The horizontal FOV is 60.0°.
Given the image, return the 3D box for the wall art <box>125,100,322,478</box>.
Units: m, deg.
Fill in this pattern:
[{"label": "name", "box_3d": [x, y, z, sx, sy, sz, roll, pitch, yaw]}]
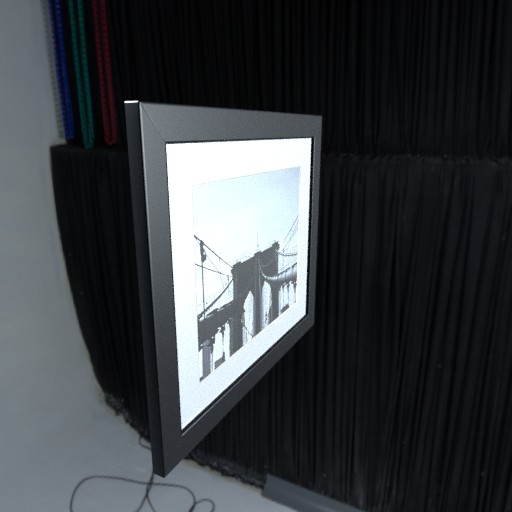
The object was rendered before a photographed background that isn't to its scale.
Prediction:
[{"label": "wall art", "box_3d": [0.000, 0.000, 0.721, 0.018, 0.450, 0.521, 8, 18, 27]}]
